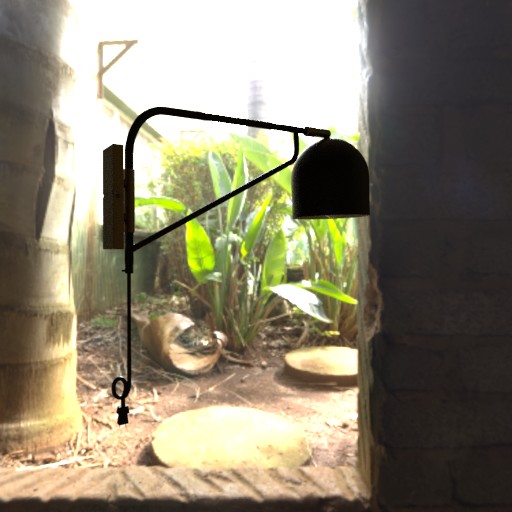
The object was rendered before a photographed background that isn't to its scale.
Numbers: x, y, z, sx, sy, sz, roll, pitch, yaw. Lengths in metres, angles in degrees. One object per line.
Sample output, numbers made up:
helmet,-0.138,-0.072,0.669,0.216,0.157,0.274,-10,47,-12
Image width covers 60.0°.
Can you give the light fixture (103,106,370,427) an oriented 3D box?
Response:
light fixture,0.000,0.000,1.092,0.720,0.696,0.215,0,1,-35
